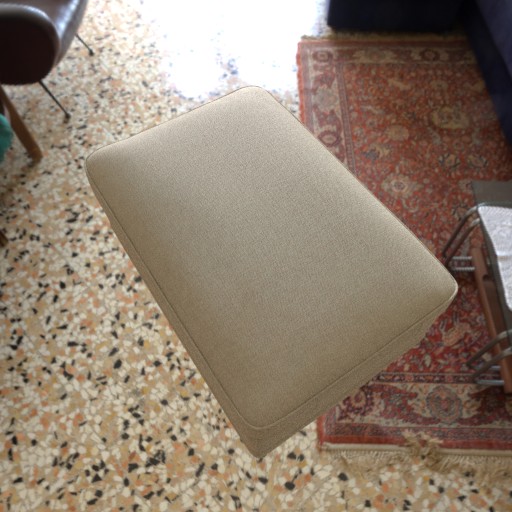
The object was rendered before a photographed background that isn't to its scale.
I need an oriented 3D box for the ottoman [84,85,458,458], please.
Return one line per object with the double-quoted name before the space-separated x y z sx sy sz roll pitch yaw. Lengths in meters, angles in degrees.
"ottoman" 0.000 0.000 1.164 0.559 0.458 0.813 -30 63 -17
